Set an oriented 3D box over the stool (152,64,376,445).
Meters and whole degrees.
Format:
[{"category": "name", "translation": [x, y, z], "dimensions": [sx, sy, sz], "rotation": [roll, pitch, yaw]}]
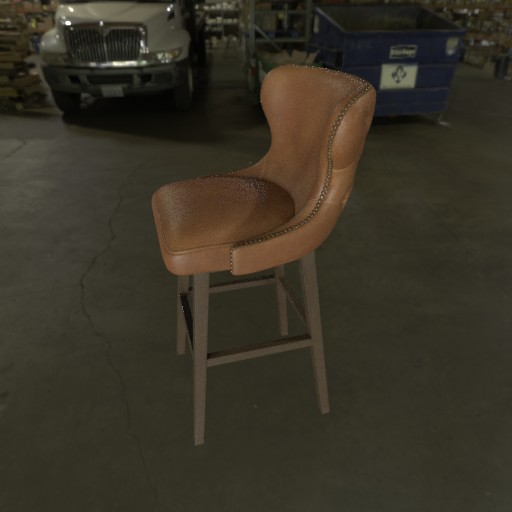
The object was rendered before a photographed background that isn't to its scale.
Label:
[{"category": "stool", "translation": [0.000, 0.000, 1.440], "dimensions": [0.606, 1.087, 0.591], "rotation": [-8, 31, -14]}]
